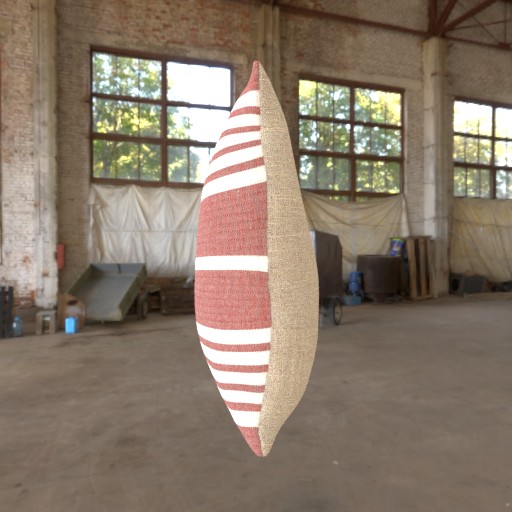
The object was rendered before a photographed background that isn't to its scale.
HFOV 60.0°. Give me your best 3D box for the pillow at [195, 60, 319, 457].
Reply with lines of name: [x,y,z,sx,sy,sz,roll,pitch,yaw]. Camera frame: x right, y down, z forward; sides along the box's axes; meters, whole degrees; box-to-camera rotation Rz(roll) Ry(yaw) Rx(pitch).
pillow: [0.000,0.000,0.679,0.182,0.427,0.439,0,1,0]
